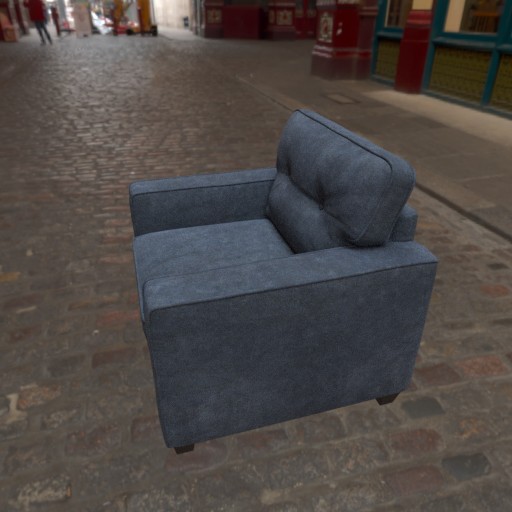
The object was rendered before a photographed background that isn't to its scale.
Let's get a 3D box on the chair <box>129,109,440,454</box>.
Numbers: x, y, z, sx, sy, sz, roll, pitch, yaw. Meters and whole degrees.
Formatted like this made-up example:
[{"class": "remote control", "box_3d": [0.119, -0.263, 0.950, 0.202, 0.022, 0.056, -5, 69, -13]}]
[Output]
[{"class": "chair", "box_3d": [0.000, 0.000, 1.768, 0.939, 0.965, 1.015, -8, 31, -14]}]
